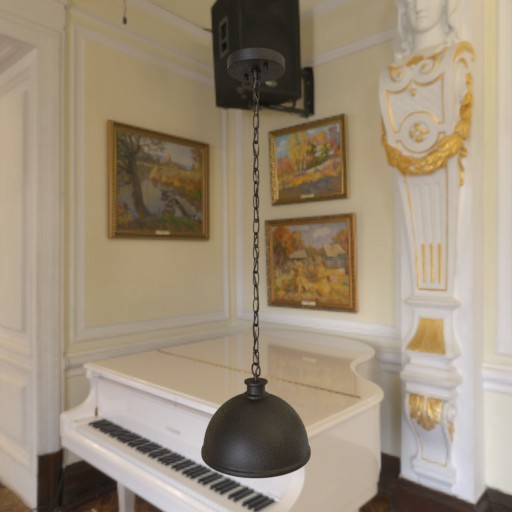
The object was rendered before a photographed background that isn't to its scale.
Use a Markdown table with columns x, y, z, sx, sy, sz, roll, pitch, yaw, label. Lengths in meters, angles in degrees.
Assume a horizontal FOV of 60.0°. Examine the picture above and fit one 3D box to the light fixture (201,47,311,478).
| x | y | z | sx | sy | sz | roll | pitch | yaw | label |
| --- | --- | --- | --- | --- | --- | --- | --- | --- | --- |
| 0.000 | 0.000 | 1.237 | 0.304 | 1.090 | 0.304 | 0 | 0 | -36 | light fixture |
